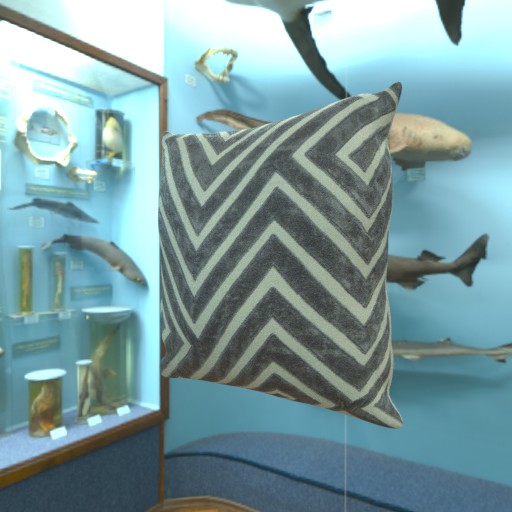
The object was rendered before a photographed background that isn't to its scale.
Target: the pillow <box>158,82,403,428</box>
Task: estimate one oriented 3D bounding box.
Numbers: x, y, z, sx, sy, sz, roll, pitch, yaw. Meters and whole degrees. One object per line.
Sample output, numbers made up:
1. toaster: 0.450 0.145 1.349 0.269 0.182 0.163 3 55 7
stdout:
1. pillow: 0.000 0.000 0.669 0.440 0.441 0.182 1 1 37
